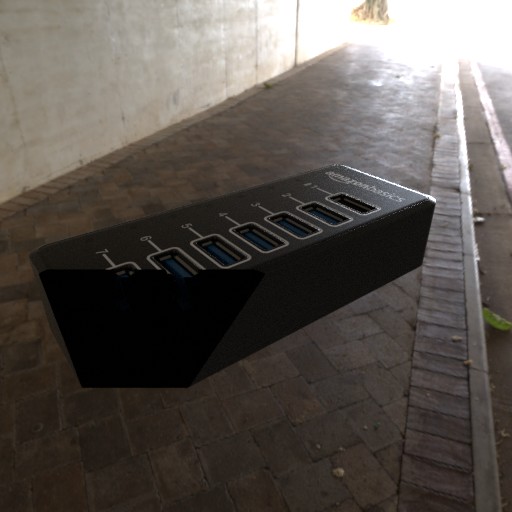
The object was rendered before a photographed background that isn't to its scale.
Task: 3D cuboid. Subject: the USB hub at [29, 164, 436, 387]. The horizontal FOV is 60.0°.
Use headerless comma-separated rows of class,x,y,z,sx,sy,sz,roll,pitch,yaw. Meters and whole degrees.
USB hub,0.000,0.000,0.128,0.110,0.023,0.044,-21,36,-31
